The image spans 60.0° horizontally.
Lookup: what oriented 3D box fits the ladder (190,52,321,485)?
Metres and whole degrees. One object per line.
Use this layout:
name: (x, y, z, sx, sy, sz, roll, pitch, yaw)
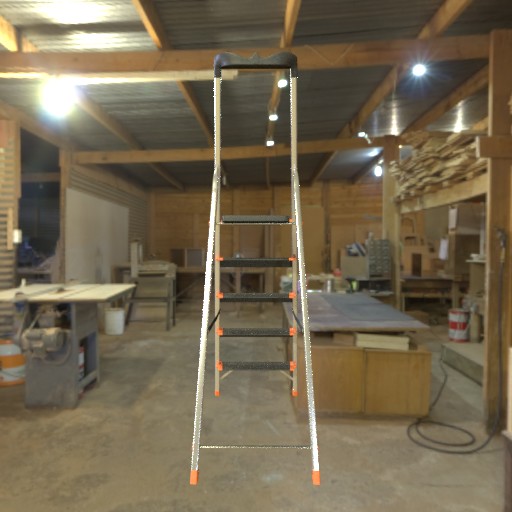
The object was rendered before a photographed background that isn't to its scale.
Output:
ladder: (0.000, 0.000, 2.094, 0.480, 1.646, 0.995, 0, 1, 0)
